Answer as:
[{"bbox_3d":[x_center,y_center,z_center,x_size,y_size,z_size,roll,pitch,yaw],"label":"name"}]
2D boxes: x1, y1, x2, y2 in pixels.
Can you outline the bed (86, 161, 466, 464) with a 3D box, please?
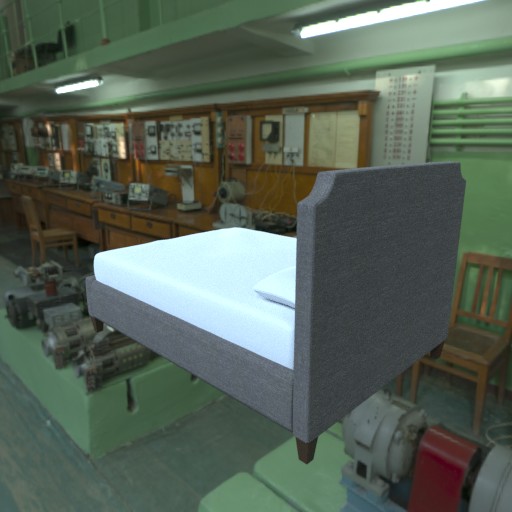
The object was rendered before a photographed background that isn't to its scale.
[{"bbox_3d":[0.000,0.000,3.411,2.381,1.457,1.713,14,20,43],"label":"bed"}]
